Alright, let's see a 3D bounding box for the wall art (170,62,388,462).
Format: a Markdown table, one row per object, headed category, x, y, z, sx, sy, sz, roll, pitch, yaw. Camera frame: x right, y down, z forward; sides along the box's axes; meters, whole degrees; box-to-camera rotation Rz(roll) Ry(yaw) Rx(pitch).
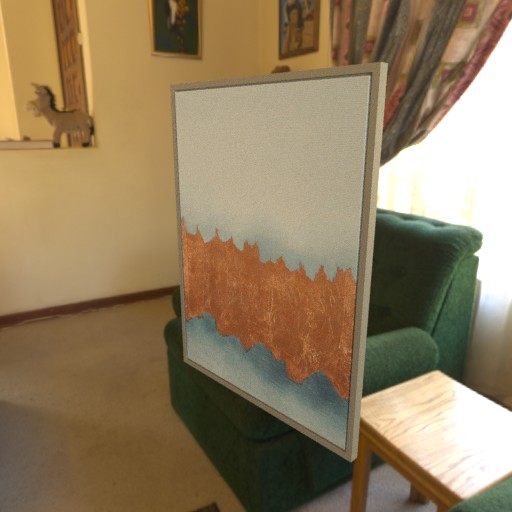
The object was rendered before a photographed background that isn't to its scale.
| category | x | y | z | sx | sy | sz | roll | pitch | yaw |
| --- | --- | --- | --- | --- | --- | --- | --- | --- | --- |
| wall art | 0.000 | 0.000 | 1.380 | 0.789 | 1.042 | 0.034 | 16 | 23 | 43 |
